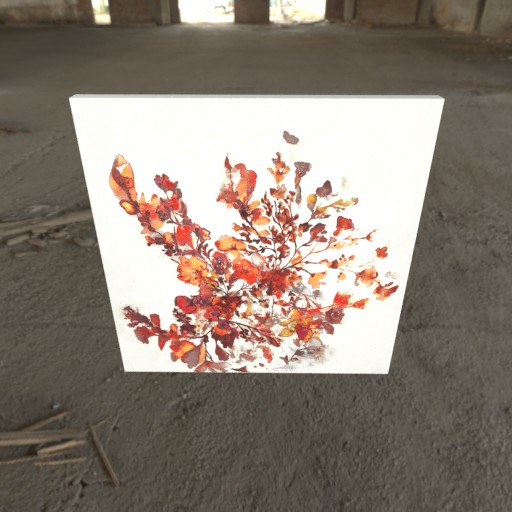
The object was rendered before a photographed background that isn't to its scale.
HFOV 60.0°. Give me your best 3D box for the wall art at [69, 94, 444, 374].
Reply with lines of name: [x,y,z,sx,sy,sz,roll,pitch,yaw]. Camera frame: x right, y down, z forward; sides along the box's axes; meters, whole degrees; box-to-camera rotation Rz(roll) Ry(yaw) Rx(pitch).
wall art: [0.000,0.000,1.098,0.757,0.757,0.037,0,30,1]
